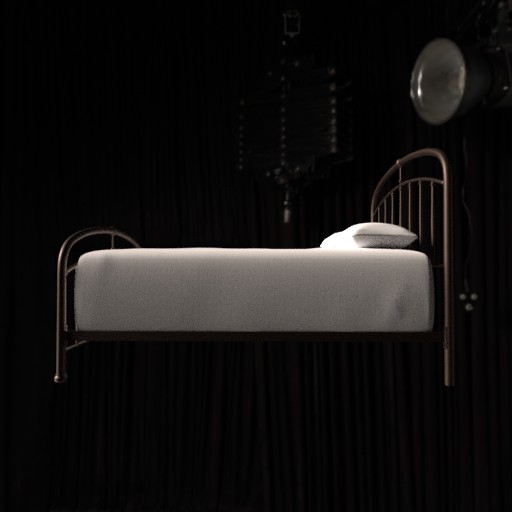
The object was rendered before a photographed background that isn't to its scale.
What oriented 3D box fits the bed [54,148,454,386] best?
[{"bbox_3d":[0.000,0.000,3.251,2.180,1.425,1.711,0,-1,1],"label":"bed"}]
